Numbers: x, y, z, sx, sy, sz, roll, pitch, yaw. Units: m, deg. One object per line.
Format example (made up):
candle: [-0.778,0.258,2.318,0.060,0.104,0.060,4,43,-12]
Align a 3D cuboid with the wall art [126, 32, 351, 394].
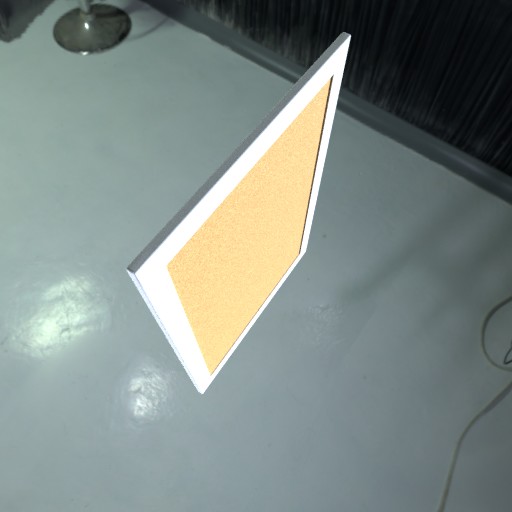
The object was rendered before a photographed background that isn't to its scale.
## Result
wall art: [0.000,0.000,0.678,0.012,0.529,0.374,31,67,15]
